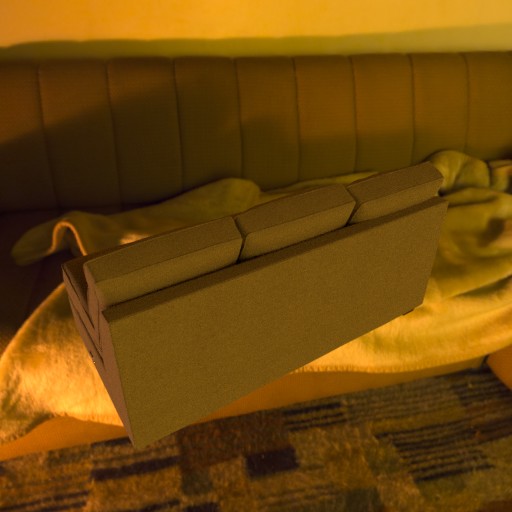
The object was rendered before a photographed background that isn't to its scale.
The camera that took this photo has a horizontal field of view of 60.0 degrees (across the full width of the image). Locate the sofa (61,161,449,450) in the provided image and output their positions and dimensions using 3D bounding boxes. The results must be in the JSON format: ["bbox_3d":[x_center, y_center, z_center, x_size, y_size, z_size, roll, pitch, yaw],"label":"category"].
[{"bbox_3d":[0.000,0.000,2.723,2.092,1.036,1.127,-19,36,-28],"label":"sofa"}]
